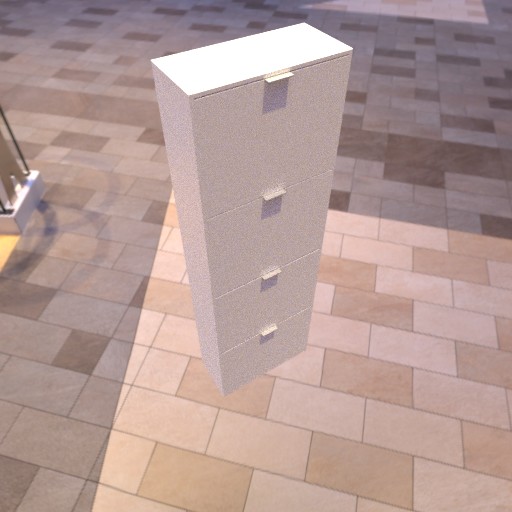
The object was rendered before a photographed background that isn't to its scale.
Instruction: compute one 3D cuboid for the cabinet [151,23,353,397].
[{"bbox_3d":[0.000,0.000,1.827,0.520,1.630,0.255,-25,52,-21],"label":"cabinet"}]
